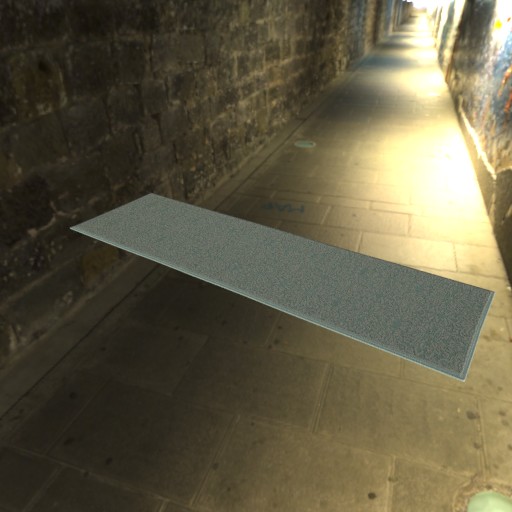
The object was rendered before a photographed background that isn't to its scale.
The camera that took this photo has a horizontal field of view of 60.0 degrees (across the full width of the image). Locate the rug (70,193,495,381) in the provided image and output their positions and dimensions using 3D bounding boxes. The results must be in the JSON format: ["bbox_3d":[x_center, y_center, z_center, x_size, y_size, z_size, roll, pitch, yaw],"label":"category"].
[{"bbox_3d":[0.000,0.000,2.320,2.196,0.011,0.662,18,35,29],"label":"rug"}]
